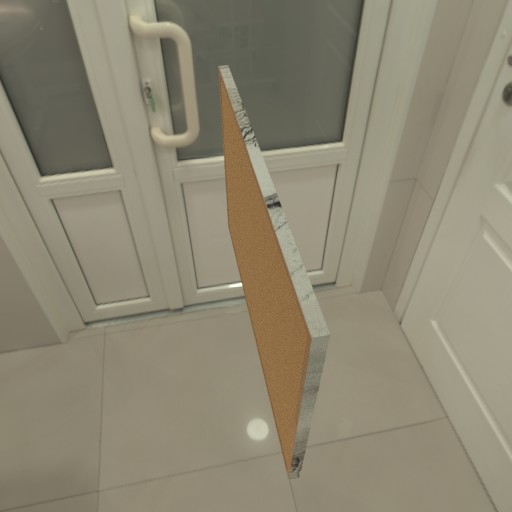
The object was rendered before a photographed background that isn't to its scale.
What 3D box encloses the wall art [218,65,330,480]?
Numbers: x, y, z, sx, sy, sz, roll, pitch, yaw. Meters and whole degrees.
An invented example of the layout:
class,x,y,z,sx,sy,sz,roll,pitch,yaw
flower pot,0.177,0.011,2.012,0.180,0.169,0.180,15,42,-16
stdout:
class,x,y,z,sx,sy,sz,roll,pitch,yaw
wall art,0.000,0.000,1.438,0.035,0.758,1.141,-8,47,-8
